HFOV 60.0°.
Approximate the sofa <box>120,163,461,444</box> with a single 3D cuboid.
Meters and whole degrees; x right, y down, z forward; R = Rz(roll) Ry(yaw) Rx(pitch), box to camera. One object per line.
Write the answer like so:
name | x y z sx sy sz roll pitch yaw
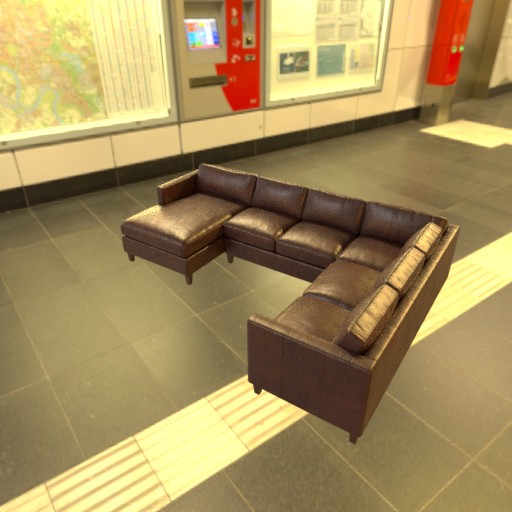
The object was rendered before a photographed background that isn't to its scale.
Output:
sofa | 0.000 0.000 4.514 3.324 0.891 2.452 18 35 29
